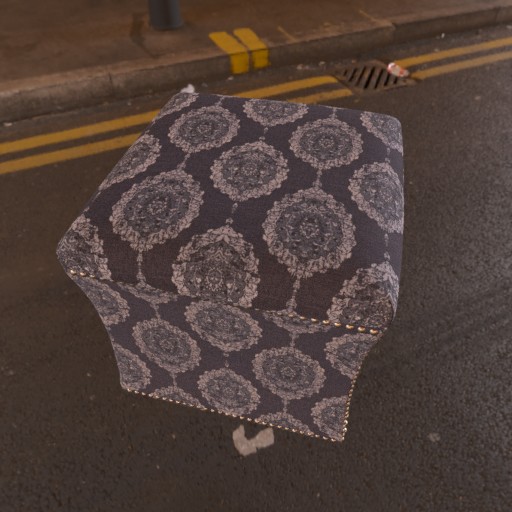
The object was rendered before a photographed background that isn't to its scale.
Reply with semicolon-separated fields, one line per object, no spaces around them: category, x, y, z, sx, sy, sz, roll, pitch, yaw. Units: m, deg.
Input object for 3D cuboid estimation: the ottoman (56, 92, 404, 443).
ottoman;0.000;0.000;0.894;0.497;0.475;0.507;10;47;10
